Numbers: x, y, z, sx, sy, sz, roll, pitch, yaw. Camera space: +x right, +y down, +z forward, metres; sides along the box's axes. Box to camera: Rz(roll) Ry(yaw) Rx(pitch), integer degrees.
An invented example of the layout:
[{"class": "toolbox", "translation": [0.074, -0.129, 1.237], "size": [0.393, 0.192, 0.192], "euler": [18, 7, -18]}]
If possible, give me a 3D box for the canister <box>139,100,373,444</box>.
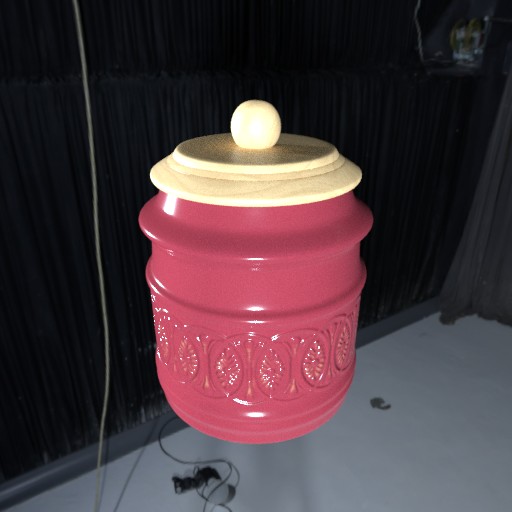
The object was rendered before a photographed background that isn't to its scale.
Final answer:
[{"class": "canister", "translation": [0.000, 0.000, 0.264], "size": [0.130, 0.176, 0.130], "euler": [0, 26, 0]}]
